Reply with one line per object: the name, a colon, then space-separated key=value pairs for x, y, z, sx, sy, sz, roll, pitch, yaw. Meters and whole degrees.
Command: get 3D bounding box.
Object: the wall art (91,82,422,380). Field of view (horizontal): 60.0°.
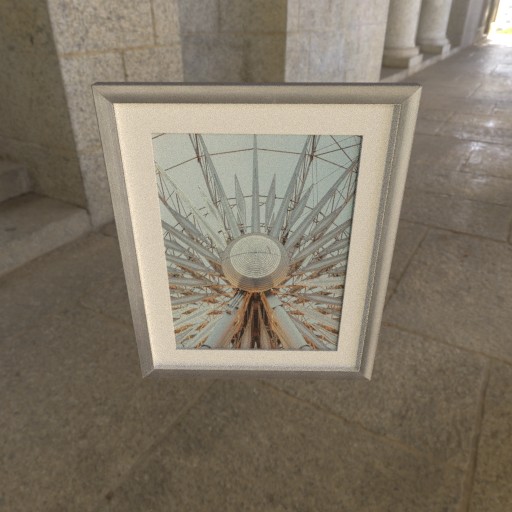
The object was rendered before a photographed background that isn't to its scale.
wall art: x=0.000 y=0.000 z=0.761 sx=0.458 sy=0.558 sz=0.029 roll=0 pitch=30 yaw=1
